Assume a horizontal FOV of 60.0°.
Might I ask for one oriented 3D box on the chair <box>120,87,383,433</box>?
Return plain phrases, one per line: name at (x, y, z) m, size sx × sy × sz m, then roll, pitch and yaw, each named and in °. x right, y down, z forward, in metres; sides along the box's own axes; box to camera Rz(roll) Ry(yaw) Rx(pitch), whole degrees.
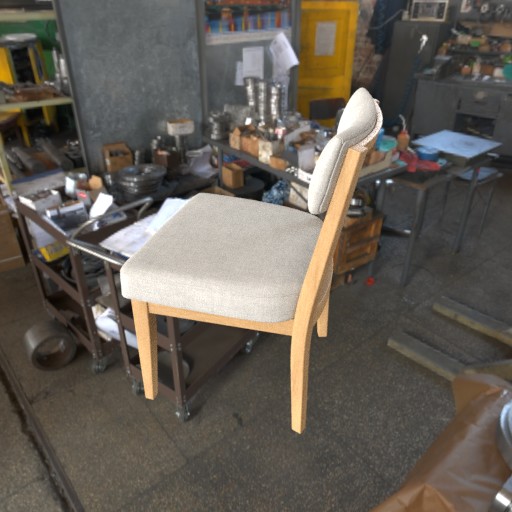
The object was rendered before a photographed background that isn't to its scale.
chair at (0.000, 0.000, 1.229) m, size 0.572 × 0.832 × 0.508 m, roll 9°, pitch 32°, yaw 14°
